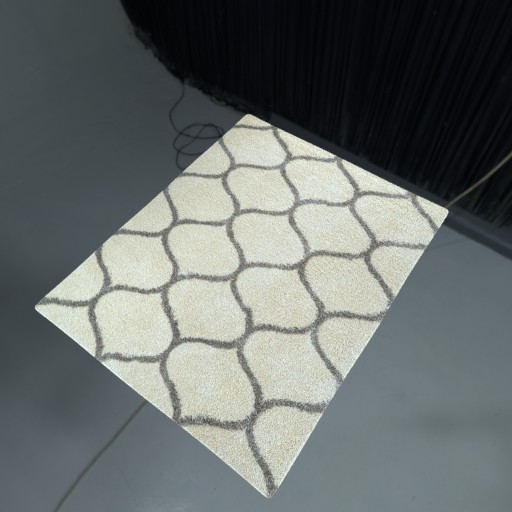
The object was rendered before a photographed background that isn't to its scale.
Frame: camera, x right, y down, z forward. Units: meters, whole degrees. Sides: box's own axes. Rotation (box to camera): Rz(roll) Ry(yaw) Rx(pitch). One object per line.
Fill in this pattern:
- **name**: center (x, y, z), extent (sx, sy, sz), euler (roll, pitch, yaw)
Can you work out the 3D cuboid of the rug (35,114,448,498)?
- **rug**: center (0.000, 0.000, 3.960), extent (2.399, 0.026, 3.000), euler (31, 62, 19)
